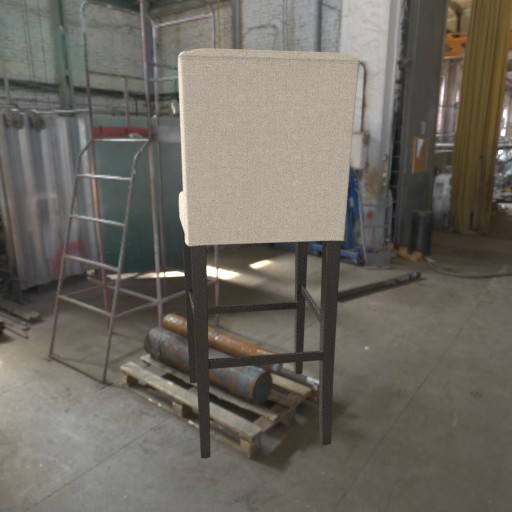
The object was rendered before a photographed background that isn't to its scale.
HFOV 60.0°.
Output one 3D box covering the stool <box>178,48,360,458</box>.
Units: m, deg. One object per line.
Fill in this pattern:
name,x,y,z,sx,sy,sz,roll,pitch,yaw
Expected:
stool,0.000,0.000,1.407,0.474,1.116,0.509,-2,15,-9
